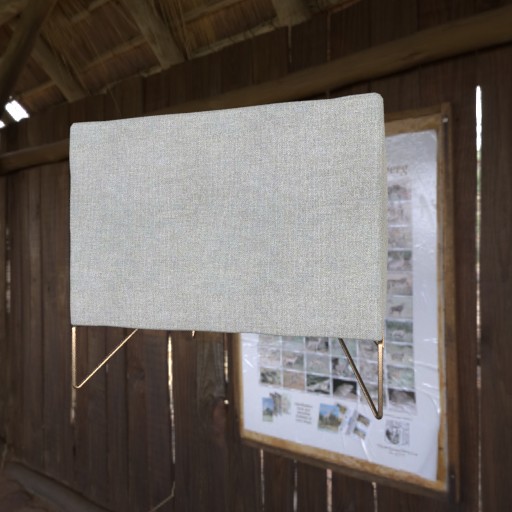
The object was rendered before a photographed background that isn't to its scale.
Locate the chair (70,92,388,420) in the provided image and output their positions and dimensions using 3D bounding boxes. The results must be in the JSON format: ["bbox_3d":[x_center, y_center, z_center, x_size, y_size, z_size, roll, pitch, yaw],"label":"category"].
[{"bbox_3d":[0.000,0.000,1.611,0.920,0.799,0.912,0,0,16],"label":"chair"}]
